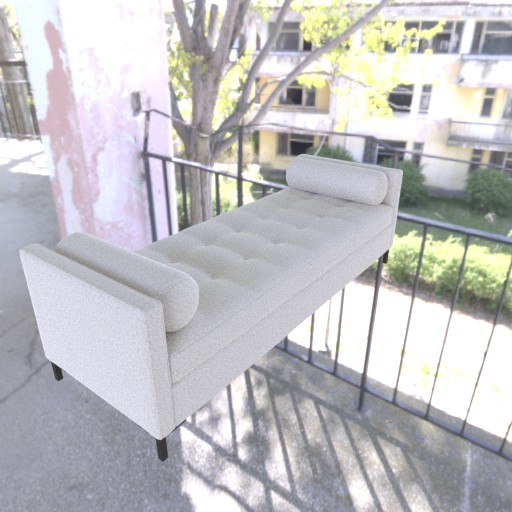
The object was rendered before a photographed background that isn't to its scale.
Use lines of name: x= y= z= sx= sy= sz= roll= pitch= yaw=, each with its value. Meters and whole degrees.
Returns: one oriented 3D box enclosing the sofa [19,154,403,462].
sofa: x=0.000 y=0.000 z=2.280 sx=0.746 sy=0.641 sz=1.985 roll=18 pitch=31 yaw=33
